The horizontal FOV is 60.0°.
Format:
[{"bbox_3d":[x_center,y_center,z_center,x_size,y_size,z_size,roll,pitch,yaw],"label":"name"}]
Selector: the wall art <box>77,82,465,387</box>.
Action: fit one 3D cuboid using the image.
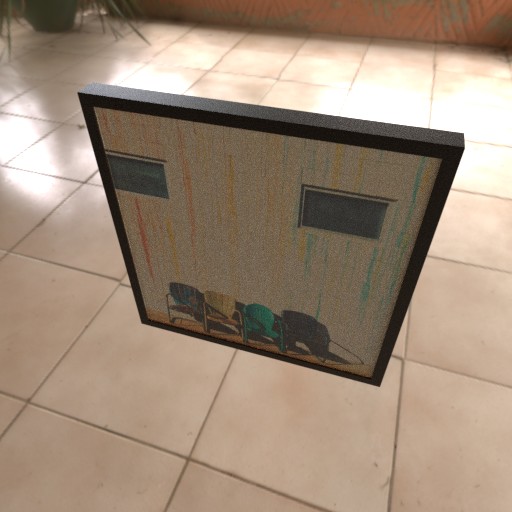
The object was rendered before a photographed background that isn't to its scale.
[{"bbox_3d":[0.000,0.000,0.740,0.506,0.506,0.037,12,44,13],"label":"wall art"}]
